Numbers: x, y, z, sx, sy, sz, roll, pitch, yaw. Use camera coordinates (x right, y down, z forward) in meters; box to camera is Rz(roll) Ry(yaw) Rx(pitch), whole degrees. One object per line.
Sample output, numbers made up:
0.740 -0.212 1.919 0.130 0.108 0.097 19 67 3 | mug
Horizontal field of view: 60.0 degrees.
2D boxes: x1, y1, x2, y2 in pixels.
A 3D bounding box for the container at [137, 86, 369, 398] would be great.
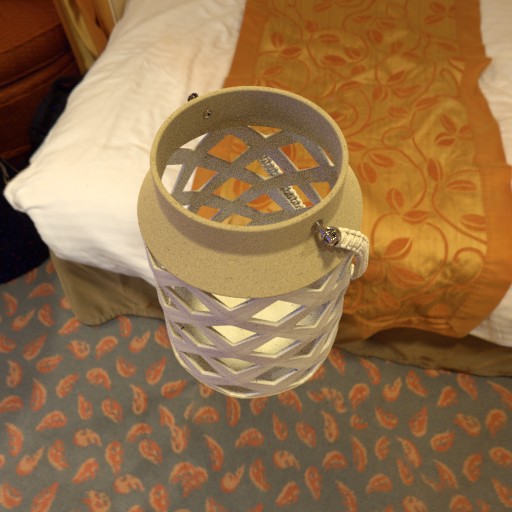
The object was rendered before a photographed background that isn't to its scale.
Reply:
0.000 0.000 0.392 0.198 0.264 0.188 -32 63 -18 | container
